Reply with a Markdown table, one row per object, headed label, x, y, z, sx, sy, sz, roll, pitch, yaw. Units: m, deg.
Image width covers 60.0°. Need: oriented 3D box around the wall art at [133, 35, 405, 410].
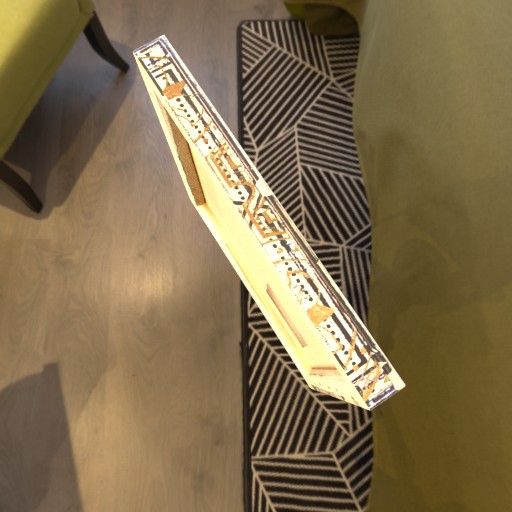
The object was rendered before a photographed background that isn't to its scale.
| label | x | y | z | sx | sy | sz | roll | pitch | yaw |
| --- | --- | --- | --- | --- | --- | --- | --- | --- | --- |
| wall art | 0.000 | 0.000 | 0.609 | 0.038 | 0.410 | 0.411 | -32 | 78 | -8 |
